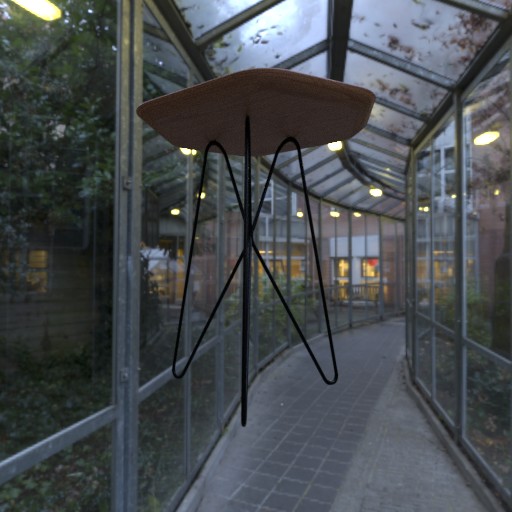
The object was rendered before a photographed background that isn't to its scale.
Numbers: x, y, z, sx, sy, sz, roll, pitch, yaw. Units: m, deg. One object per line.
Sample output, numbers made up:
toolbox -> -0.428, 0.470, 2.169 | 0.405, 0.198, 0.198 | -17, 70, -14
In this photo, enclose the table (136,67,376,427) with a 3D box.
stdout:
table -> 0.000, 0.000, 0.904 | 0.500, 0.562, 0.400 | -1, -2, 36
